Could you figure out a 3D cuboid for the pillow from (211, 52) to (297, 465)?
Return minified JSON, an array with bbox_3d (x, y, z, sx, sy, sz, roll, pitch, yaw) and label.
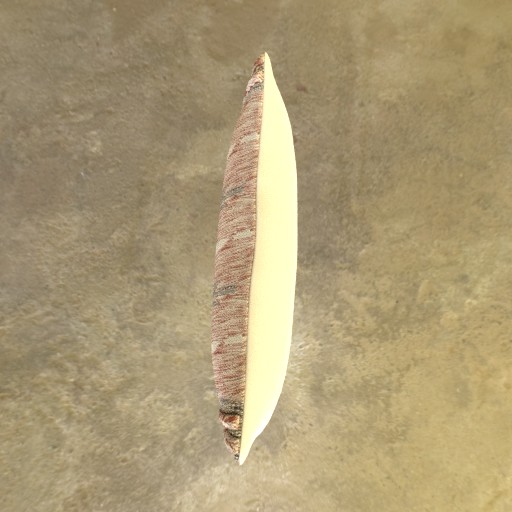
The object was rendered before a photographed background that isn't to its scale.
[{"bbox_3d":[0.000,0.000,0.759,0.139,0.282,0.635,3,75,1],"label":"pillow"}]
